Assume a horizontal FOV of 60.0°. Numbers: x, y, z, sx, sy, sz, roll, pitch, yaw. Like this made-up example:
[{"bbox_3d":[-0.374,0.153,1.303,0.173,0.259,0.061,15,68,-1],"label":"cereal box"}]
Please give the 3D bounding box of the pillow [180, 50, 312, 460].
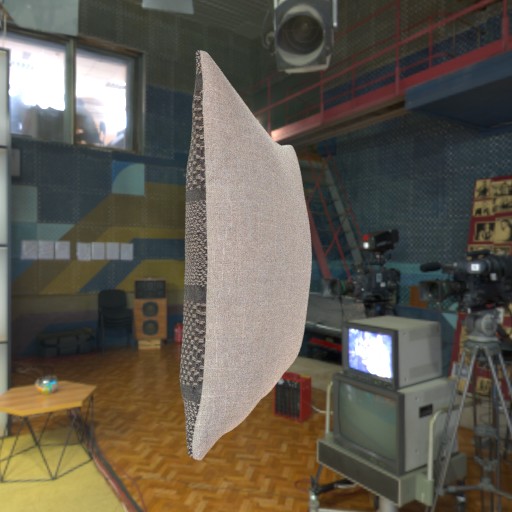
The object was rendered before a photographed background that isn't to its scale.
[{"bbox_3d":[0.000,0.000,0.667,0.138,0.432,0.435,0,0,17],"label":"pillow"}]
